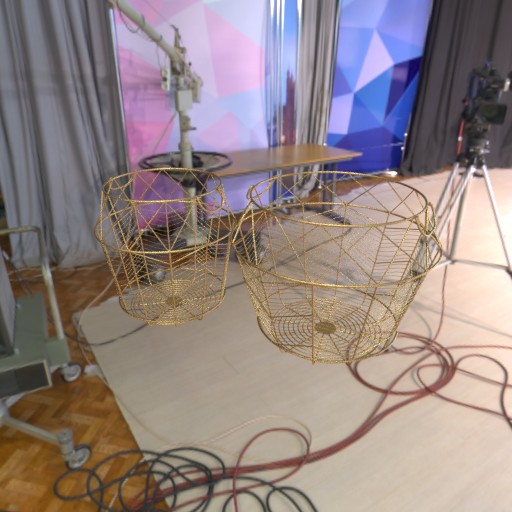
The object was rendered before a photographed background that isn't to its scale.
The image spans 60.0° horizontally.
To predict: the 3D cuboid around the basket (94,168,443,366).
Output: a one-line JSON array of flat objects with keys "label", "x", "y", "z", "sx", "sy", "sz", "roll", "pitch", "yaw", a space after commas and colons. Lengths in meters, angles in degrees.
[{"label": "basket", "x": 0.000, "y": 0.000, "z": 1.053, "sx": 0.805, "sy": 0.343, "sz": 0.451, "roll": 8, "pitch": 27, "yaw": 16}]
